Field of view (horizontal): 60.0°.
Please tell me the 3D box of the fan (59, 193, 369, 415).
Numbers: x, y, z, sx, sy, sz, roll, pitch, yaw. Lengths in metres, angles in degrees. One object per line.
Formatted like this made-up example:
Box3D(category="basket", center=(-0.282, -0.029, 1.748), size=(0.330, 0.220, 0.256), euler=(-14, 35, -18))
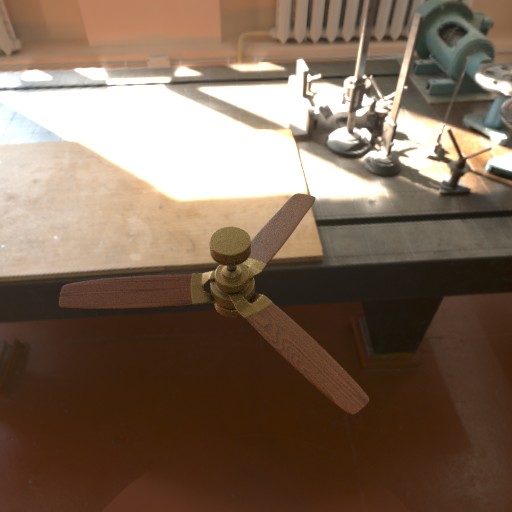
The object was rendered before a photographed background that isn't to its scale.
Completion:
Box3D(category="fan", center=(0.000, 0.000, 2.073), size=(1.416, 0.425, 1.271), euler=(23, 50, 20))
